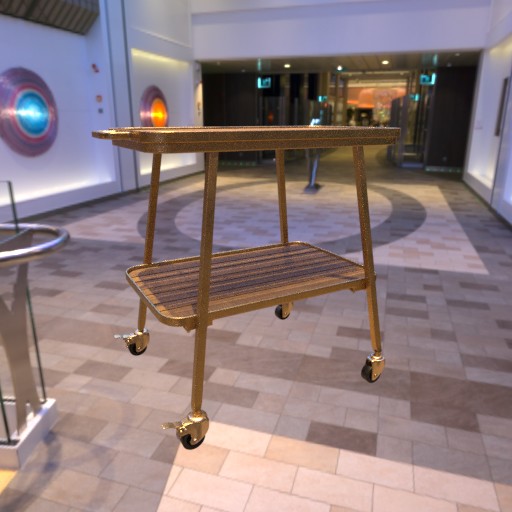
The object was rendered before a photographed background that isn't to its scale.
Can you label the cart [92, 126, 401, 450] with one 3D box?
[{"bbox_3d":[0.000,0.000,1.262,0.806,0.700,0.524,-9,20,-28],"label":"cart"}]
